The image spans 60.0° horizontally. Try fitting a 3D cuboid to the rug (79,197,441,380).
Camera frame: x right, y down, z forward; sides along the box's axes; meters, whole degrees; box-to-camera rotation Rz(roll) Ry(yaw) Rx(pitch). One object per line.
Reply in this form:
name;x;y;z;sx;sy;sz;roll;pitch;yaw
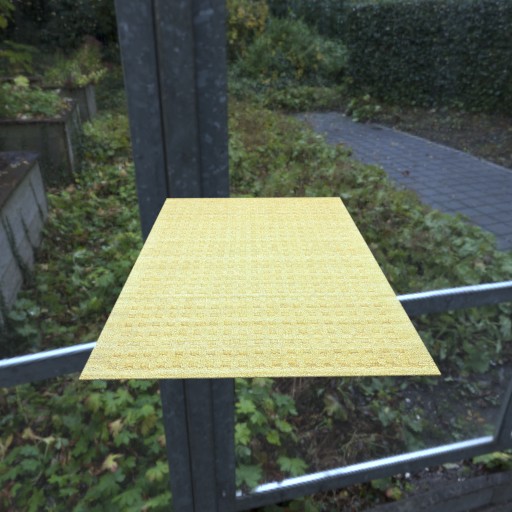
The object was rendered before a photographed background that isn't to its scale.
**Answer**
rug;0.000;0.000;2.887;1.524;0.006;2.286;0;26;-1
